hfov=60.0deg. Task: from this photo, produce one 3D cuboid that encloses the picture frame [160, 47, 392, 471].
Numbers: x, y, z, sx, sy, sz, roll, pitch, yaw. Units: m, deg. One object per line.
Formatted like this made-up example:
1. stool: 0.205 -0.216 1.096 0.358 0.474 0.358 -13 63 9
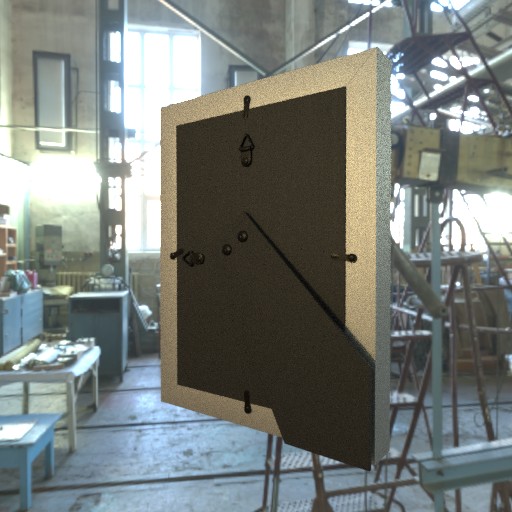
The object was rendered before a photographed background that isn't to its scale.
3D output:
1. picture frame: 0.000 0.000 0.271 0.157 0.208 0.028 1 1 36
